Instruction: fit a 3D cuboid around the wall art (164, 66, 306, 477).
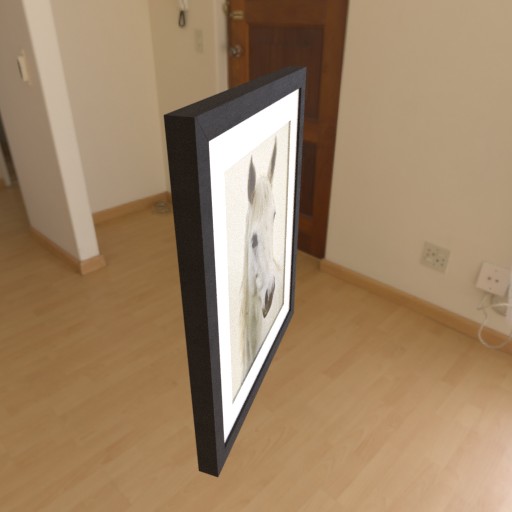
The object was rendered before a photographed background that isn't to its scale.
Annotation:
[{"bbox_3d":[0.000,0.000,0.755,0.034,0.552,0.455,10,31,17],"label":"wall art"}]
